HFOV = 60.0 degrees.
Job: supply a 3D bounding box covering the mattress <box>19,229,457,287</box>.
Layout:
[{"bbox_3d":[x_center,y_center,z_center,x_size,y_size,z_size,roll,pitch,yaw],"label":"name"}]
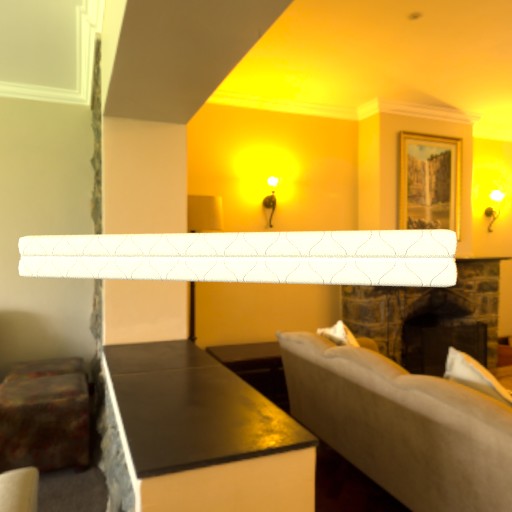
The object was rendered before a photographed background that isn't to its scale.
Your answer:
[{"bbox_3d":[0.000,0.000,2.450,1.900,0.200,1.400,0,1,19],"label":"mattress"}]
